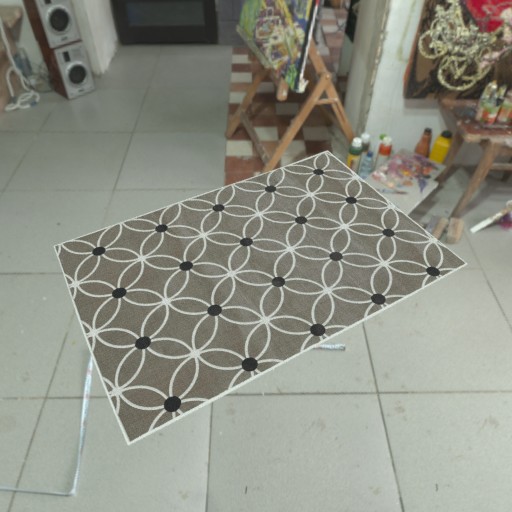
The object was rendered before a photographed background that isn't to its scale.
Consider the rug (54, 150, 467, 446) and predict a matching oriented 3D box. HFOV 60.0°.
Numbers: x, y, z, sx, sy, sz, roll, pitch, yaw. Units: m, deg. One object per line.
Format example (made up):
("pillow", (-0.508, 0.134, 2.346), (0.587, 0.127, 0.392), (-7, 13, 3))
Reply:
("rug", (0.000, 0.000, 2.907), (2.284, 0.008, 1.522), (-23, 51, -20))
